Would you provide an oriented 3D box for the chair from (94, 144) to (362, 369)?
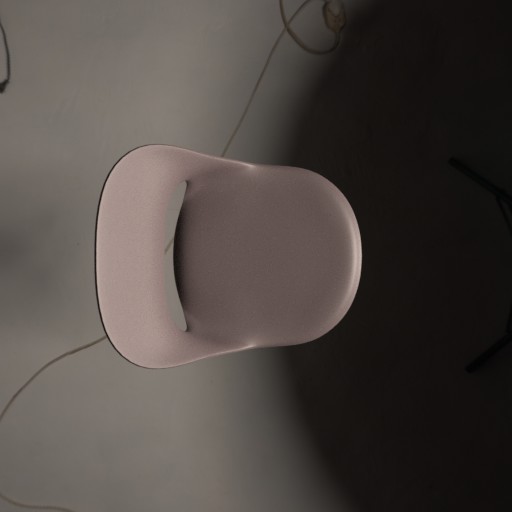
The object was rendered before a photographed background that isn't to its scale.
[{"bbox_3d":[0.000,0.000,1.150,0.556,0.794,0.470,0,90,0],"label":"chair"}]
